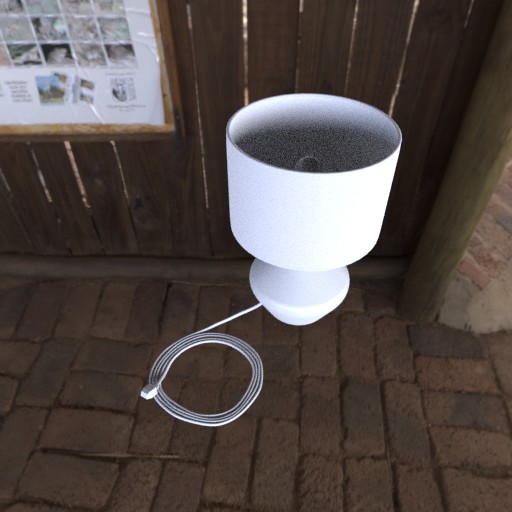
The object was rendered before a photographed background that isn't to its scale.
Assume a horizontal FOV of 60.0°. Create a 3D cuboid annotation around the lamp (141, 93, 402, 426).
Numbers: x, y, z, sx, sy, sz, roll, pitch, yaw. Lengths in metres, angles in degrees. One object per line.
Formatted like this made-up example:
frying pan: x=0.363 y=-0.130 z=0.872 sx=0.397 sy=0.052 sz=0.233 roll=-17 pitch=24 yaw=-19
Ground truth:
lamp: x=0.000 y=0.000 z=0.870 sx=0.546 sy=0.457 sz=0.401 roll=-12 pitch=44 yaw=-13
